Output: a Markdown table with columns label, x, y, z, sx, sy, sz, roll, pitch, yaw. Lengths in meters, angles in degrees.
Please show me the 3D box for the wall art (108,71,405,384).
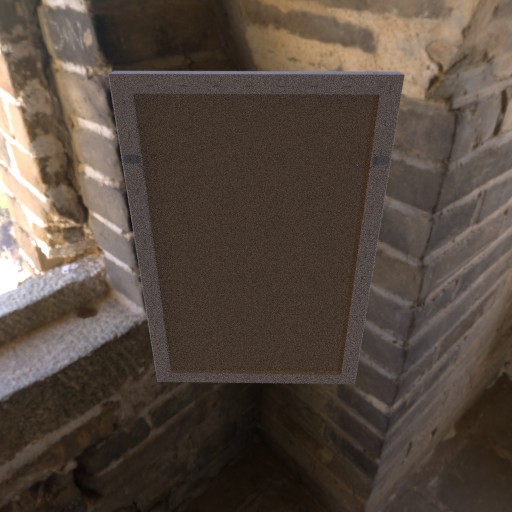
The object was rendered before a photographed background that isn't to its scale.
| label | x | y | z | sx | sy | sz | roll | pitch | yaw |
| --- | --- | --- | --- | --- | --- | --- | --- | --- | --- |
| wall art | 0.000 | 0.000 | 1.183 | 0.624 | 0.914 | 0.043 | 0 | 31 | 1 |
